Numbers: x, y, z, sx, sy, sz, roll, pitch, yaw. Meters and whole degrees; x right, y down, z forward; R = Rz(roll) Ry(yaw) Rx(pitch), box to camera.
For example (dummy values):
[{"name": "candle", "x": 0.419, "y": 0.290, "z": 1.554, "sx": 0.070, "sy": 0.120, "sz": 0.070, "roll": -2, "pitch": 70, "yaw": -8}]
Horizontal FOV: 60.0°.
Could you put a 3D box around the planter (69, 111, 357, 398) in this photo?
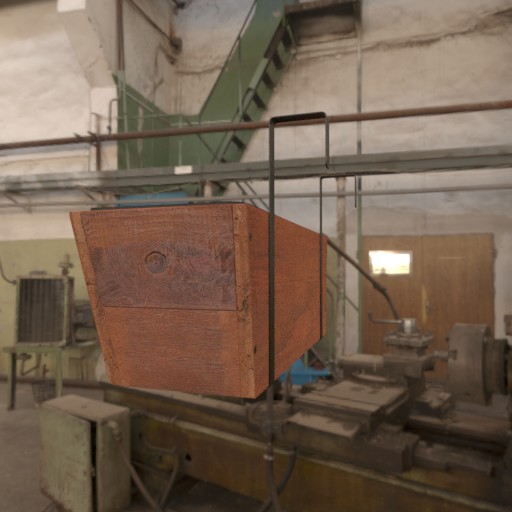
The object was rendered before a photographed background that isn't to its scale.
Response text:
[{"name": "planter", "x": 0.000, "y": 0.000, "z": 0.655, "sx": 0.262, "sy": 0.289, "sz": 0.480, "roll": 0, "pitch": -2, "yaw": 18}]
